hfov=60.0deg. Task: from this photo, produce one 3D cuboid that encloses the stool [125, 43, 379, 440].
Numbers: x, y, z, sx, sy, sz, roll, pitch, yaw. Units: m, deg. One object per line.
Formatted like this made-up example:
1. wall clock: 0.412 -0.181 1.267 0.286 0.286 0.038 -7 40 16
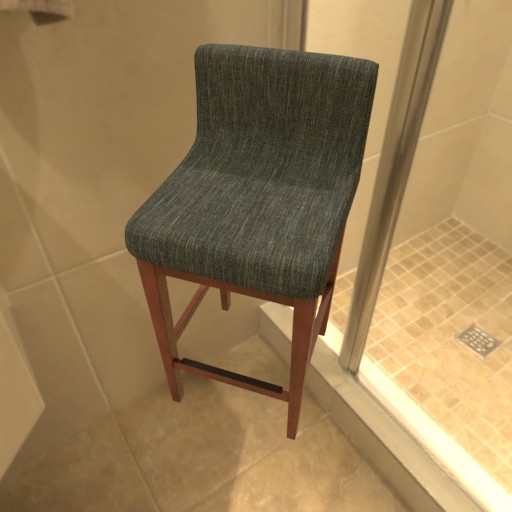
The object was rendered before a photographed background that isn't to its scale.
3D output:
1. stool: 0.000 0.000 1.067 0.395 0.835 0.459 13 42 14
